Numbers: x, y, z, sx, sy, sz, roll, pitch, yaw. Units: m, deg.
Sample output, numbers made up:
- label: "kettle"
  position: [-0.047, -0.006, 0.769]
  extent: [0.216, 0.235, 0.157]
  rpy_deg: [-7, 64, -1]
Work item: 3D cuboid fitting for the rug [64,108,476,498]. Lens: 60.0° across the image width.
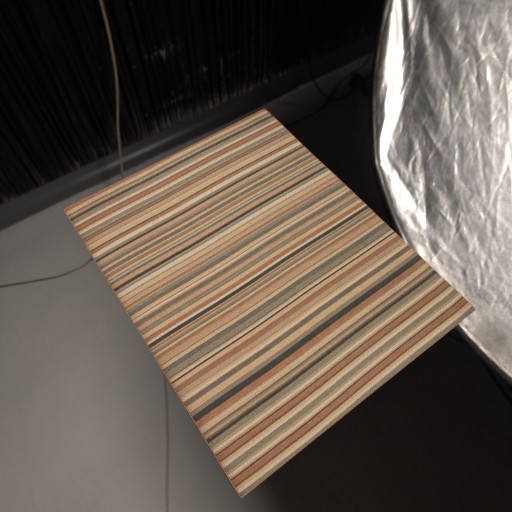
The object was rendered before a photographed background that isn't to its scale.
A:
- label: "rug"
  position: [0.000, 0.000, 4.041]
  extent: [2.436, 0.011, 3.045]
  rpy_deg: [-32, 64, -17]
